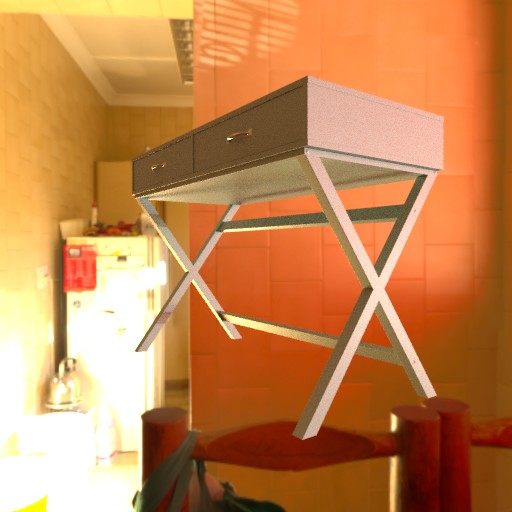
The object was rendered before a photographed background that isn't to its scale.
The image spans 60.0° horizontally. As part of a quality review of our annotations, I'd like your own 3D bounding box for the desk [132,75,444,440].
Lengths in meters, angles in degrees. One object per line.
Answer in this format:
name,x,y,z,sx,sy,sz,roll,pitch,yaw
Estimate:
desk,0.000,0.000,1.511,0.525,0.780,1.057,-1,1,-35
